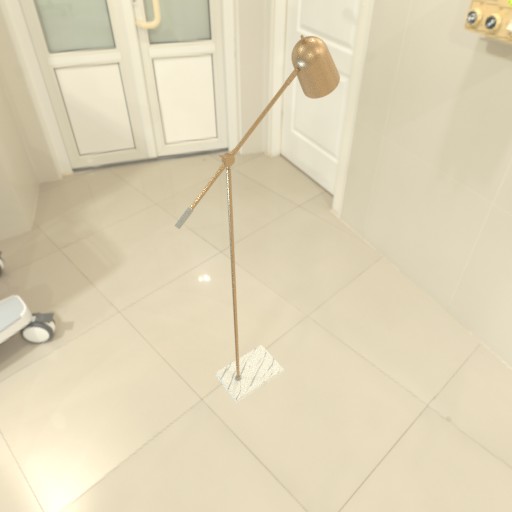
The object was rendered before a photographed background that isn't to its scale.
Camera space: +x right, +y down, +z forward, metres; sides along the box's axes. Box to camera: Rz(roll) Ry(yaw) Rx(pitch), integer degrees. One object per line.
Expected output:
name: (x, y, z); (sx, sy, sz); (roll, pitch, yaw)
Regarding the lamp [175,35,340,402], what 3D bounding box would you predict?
lamp: (0.000, 0.000, 1.784); (0.653, 1.594, 0.194); (-26, 48, -26)
